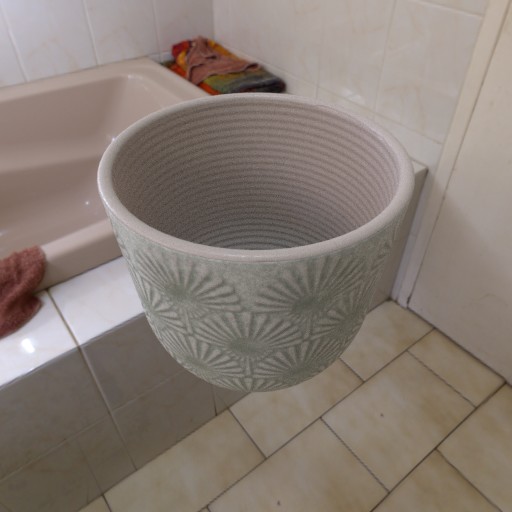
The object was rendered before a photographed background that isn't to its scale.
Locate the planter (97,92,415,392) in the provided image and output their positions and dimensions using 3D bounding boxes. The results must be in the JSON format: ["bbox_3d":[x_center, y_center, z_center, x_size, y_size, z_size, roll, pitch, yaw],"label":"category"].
[{"bbox_3d":[0.000,0.000,0.294,0.170,0.152,0.170,0,43,0],"label":"planter"}]
